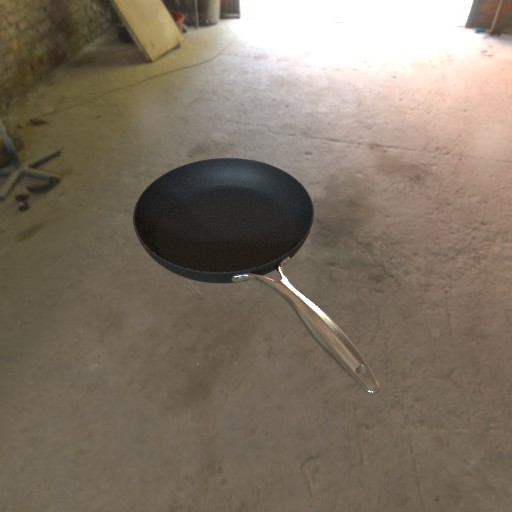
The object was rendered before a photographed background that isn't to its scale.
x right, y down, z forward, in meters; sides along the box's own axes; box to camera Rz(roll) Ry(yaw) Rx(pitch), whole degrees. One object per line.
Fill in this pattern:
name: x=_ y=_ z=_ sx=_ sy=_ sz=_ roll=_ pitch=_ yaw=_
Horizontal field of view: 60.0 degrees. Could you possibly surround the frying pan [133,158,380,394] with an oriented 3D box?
frying pan: x=0.000 y=0.000 z=0.562 sx=0.255 sy=0.105 sz=0.472 roll=-18 pitch=48 yaw=-17
